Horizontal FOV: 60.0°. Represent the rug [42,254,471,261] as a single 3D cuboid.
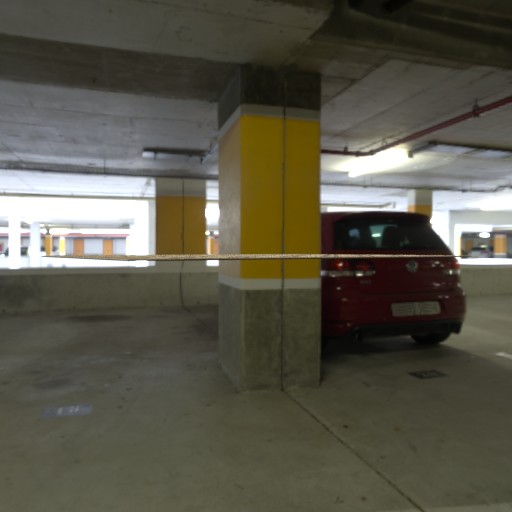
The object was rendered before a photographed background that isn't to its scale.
[{"bbox_3d":[0.000,0.000,4.180,3.294,0.018,2.382,0,1,-35],"label":"rug"}]
